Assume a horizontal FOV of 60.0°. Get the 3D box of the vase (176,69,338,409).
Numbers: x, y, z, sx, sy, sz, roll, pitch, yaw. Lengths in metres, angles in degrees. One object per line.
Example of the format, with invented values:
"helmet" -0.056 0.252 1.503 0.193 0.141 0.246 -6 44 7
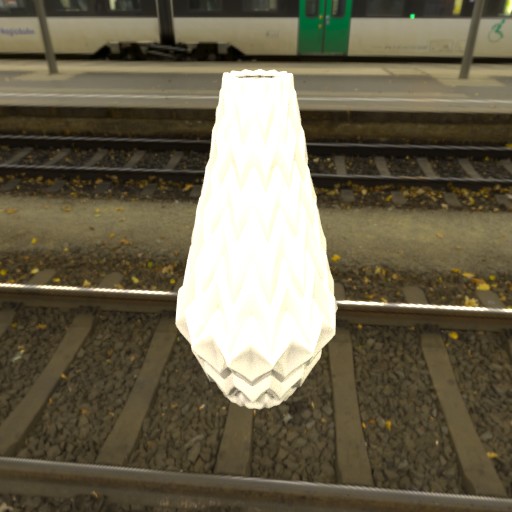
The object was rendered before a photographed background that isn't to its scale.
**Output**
"vase" 0.000 0.000 0.428 0.167 0.328 0.167 0 30 0
